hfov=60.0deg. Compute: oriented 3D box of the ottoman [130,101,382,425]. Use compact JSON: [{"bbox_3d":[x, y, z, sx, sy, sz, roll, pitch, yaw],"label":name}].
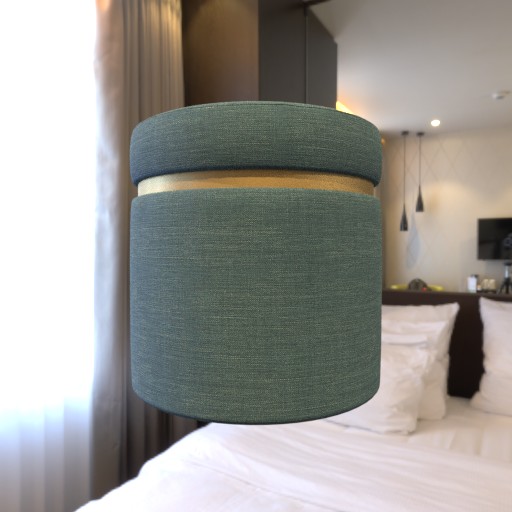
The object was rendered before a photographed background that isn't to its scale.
[{"bbox_3d":[0.000,0.000,0.728,0.398,0.406,0.398,0,2,0],"label":"ottoman"}]
